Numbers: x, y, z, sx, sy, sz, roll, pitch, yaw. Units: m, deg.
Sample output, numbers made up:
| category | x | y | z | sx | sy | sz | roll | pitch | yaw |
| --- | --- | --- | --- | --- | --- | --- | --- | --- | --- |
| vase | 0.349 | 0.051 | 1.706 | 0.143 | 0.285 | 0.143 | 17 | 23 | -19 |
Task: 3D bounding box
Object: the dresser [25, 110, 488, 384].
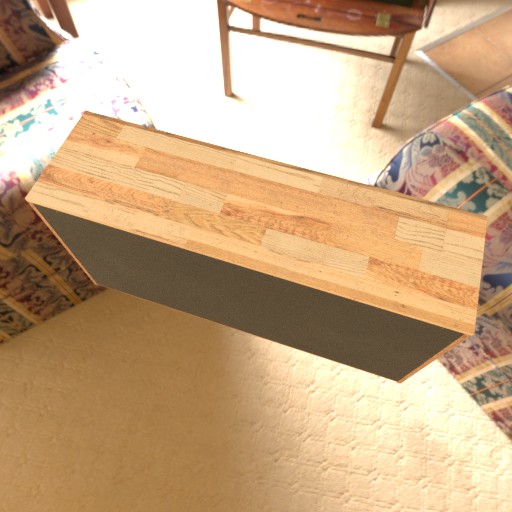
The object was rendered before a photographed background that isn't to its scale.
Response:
| category | x | y | z | sx | sy | sz | roll | pitch | yaw |
| --- | --- | --- | --- | --- | --- | --- | --- | --- | --- |
| dresser | 0.000 | 0.000 | 1.919 | 1.547 | 0.834 | 0.487 | 17 | 64 | 8 |
